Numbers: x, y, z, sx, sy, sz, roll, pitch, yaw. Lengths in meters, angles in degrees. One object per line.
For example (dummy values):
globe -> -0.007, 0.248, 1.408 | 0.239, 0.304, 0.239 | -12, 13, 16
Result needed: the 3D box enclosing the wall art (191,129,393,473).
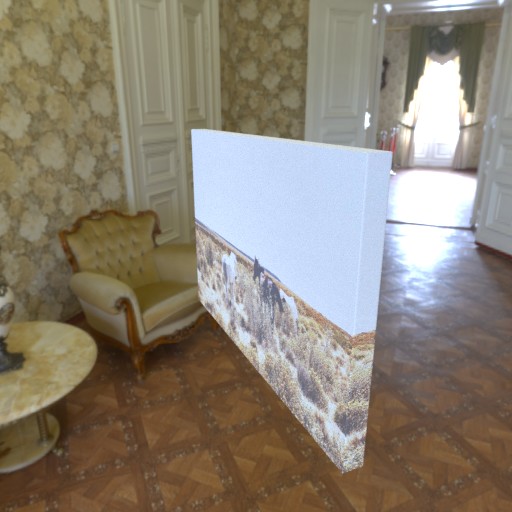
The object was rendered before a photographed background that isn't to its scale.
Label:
wall art -> 0.000, 0.000, 1.169 | 0.050, 0.610, 0.914 | -8, 20, -23
